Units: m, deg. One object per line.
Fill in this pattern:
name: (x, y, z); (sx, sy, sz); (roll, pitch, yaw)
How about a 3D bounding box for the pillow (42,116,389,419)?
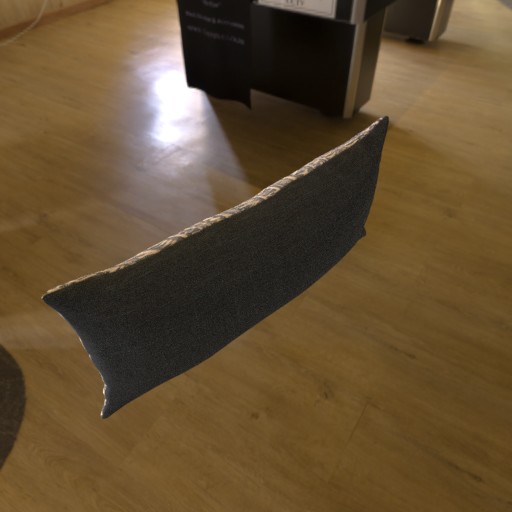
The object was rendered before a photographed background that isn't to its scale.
pillow: (0.000, 0.000, 0.723); (0.631, 0.292, 0.148); (-32, 54, -27)
